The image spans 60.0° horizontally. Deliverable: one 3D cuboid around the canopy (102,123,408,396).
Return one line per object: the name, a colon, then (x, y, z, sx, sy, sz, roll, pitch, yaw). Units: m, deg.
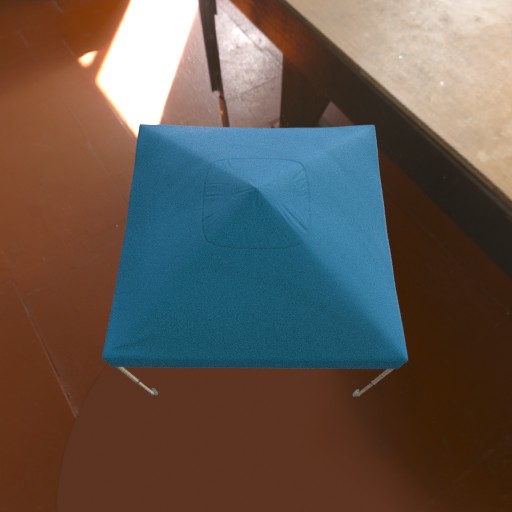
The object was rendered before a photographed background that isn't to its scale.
canopy: (0.000, 0.000, 5.610, 2.998, 2.997, 2.996, 0, 64, 0)
